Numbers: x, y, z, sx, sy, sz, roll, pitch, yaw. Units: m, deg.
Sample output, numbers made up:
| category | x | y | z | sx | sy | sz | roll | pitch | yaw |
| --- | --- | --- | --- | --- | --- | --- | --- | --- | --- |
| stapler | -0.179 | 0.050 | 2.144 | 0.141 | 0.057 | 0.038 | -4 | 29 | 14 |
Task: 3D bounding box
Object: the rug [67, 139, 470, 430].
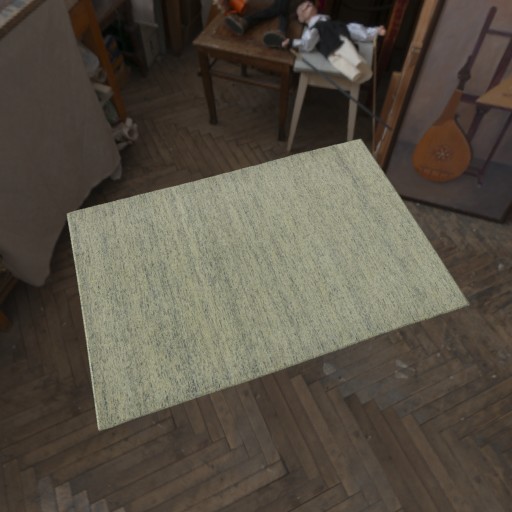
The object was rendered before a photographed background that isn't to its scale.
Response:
| category | x | y | z | sx | sy | sz | roll | pitch | yaw |
| --- | --- | --- | --- | --- | --- | --- | --- | --- | --- |
| rug | 0.000 | 0.000 | 2.365 | 1.846 | 0.014 | 1.243 | -16 | 60 | -10 |
